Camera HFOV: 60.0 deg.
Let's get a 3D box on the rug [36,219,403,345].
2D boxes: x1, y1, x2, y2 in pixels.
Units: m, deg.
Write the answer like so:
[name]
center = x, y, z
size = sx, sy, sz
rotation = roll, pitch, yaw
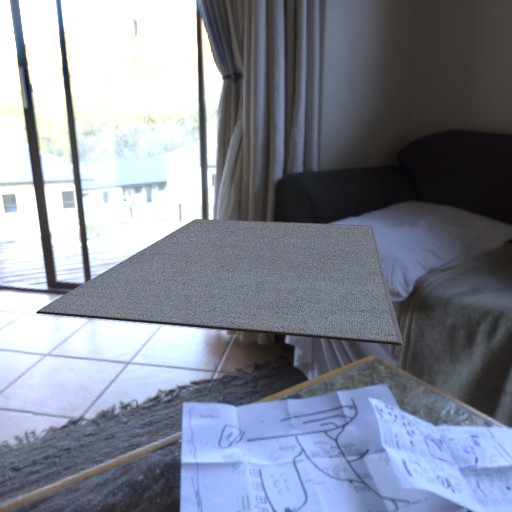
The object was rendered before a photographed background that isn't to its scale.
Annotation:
[rug]
center = 0.000, 0.000, 2.751
size = 1.517, 0.013, 2.115
rotation = 3, 16, 11
